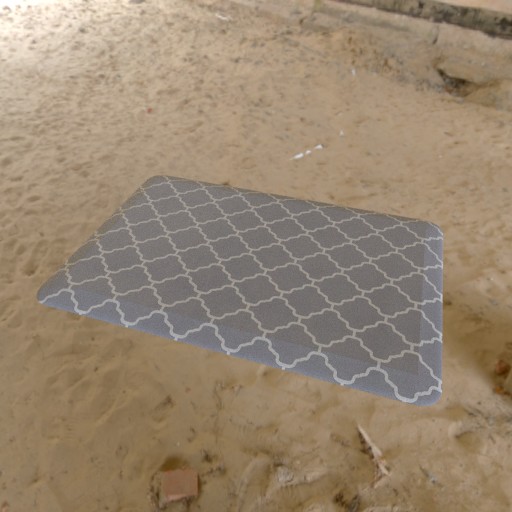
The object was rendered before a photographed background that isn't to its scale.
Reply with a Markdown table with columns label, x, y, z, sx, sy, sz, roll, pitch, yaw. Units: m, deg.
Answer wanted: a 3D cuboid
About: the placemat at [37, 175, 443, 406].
| label | x | y | z | sx | sy | sz | roll | pitch | yaw |
| --- | --- | --- | --- | --- | --- | --- | --- | --- | --- |
| placemat | 0.000 | 0.000 | 0.946 | 0.762 | 0.021 | 0.508 | 12 | 42 | 14 |
